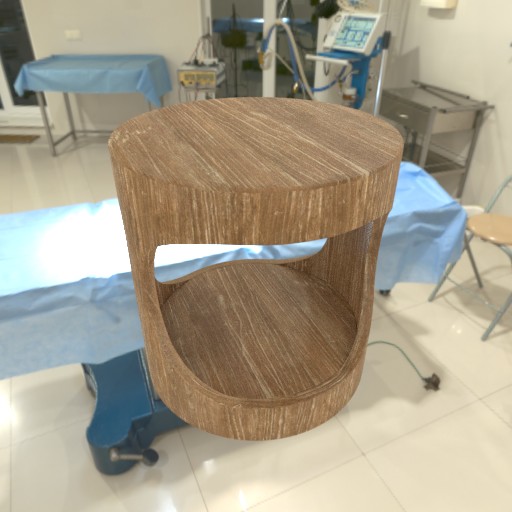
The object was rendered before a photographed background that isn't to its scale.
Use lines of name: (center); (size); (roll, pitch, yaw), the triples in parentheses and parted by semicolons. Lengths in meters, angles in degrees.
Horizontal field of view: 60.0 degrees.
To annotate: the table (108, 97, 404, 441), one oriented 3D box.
table: (0.000, 0.000, 0.968); (0.527, 0.551, 0.527); (0, 33, 0)
